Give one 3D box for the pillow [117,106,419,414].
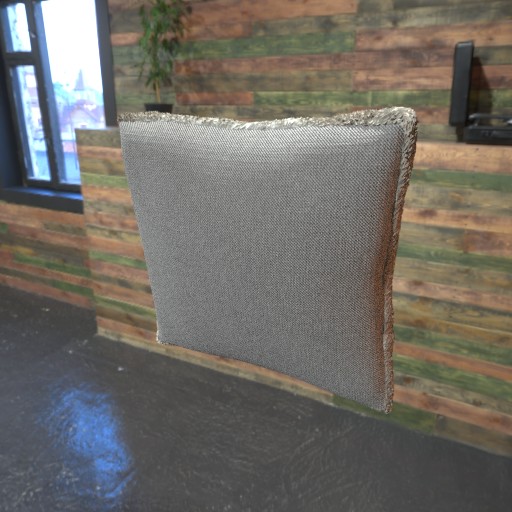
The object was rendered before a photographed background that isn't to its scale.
[{"bbox_3d":[0.000,0.000,0.804,0.529,0.515,0.218,10,21,27],"label":"pillow"}]
